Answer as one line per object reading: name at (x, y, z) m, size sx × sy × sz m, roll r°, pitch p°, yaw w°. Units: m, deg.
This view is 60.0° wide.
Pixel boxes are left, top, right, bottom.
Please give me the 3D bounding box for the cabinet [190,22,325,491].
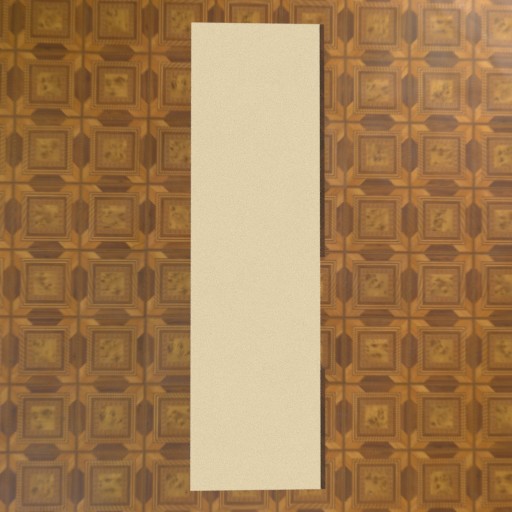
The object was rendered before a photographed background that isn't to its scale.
cabinet at (0.000, 0.000, 1.690) m, size 0.431 × 0.533 × 1.499 m, roll 0°, pitch 89°, yaw -1°
